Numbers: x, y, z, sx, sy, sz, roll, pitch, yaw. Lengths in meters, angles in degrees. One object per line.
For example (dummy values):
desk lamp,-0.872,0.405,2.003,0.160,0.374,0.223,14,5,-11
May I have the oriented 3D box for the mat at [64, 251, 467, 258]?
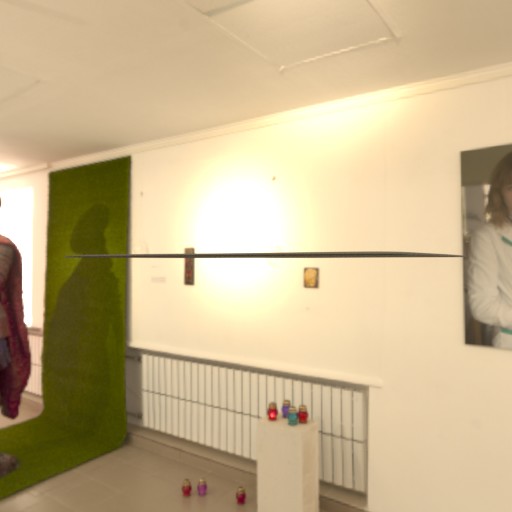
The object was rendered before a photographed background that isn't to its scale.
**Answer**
mat,0.000,0.000,1.863,1.524,0.013,0.918,0,-1,34
